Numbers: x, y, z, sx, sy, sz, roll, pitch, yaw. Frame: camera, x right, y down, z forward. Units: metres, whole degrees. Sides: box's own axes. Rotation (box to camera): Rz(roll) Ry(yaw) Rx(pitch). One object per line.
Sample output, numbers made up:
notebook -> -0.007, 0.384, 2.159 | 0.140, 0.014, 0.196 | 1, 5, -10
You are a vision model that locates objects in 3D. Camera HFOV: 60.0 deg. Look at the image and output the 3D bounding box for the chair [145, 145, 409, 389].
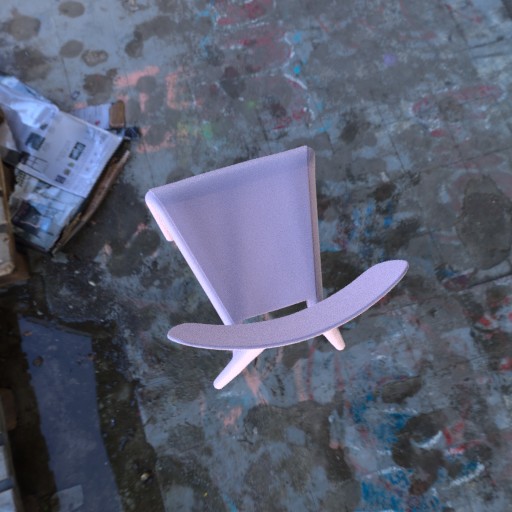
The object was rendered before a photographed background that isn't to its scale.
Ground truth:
chair -> 0.000, 0.000, 0.801 | 0.356, 0.580, 0.401 | -17, 75, -5
